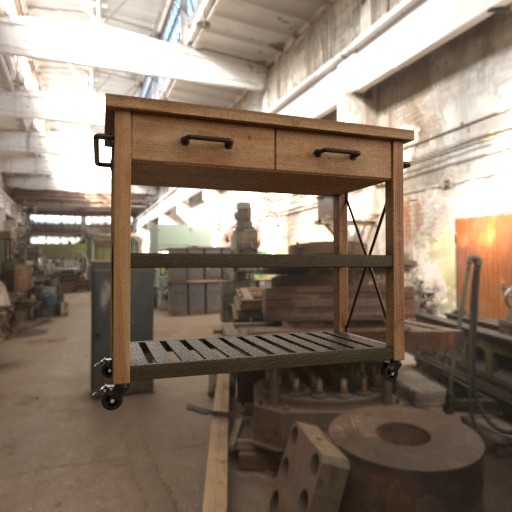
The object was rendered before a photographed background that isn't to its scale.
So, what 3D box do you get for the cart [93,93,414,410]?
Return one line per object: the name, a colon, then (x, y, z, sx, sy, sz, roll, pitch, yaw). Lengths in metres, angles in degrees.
cart: (0.000, 0.000, 0.994, 0.686, 0.554, 0.298, 0, -1, -19)
